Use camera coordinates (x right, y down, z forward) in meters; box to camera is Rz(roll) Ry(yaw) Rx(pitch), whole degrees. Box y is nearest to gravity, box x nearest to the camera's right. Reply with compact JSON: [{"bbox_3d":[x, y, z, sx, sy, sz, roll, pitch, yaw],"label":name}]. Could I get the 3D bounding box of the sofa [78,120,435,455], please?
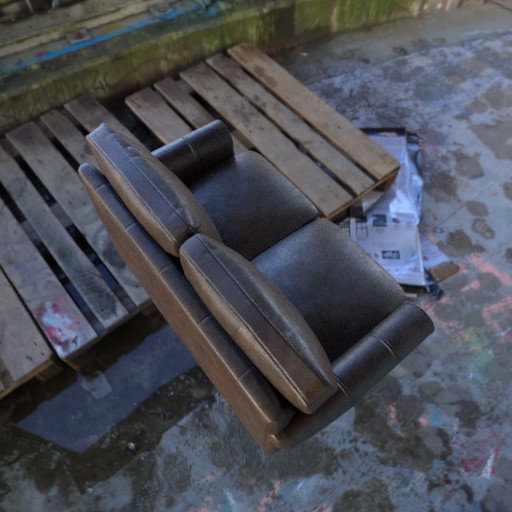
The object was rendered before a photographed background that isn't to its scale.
[{"bbox_3d":[0.000,0.000,2.168,0.990,0.976,1.616,-34,64,-19],"label":"sofa"}]
